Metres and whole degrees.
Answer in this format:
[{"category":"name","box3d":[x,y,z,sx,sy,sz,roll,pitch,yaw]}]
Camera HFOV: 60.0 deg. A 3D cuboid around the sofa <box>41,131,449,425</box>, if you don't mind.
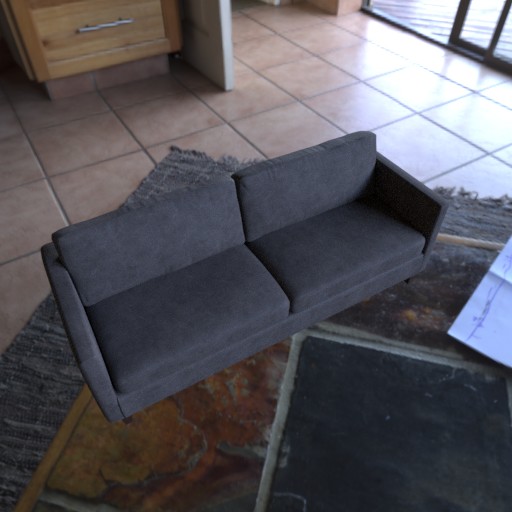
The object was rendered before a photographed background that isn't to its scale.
[{"category":"sofa","box3d":[0.000,0.000,2.930,2.434,0.965,0.951,-22,49,-21]}]
